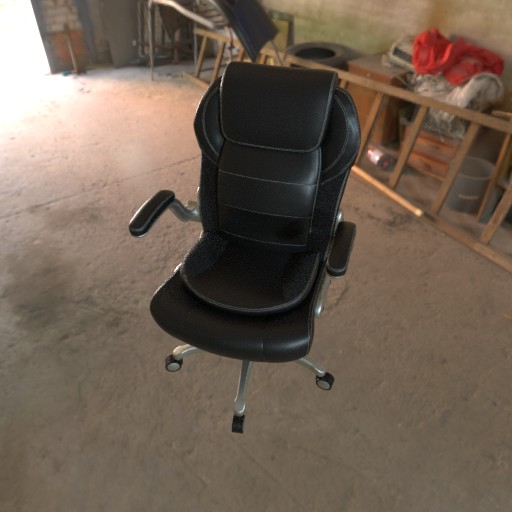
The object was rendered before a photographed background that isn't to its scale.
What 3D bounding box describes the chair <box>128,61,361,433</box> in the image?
[{"bbox_3d":[0.000,0.000,1.626,0.724,1.141,0.801,11,42,13],"label":"chair"}]
